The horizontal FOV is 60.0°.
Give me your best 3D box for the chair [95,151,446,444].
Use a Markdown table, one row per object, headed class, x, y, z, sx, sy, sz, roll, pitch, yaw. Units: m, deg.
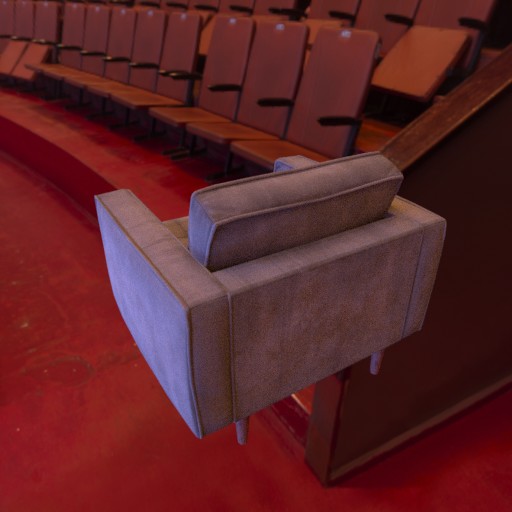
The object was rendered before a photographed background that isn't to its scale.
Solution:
| class | x | y | z | sx | sy | sz | roll | pitch | yaw |
| --- | --- | --- | --- | --- | --- | --- | --- | --- | --- |
| chair | 0.000 | 0.000 | 1.563 | 0.928 | 0.773 | 0.843 | -17 | 34 | -27 |
